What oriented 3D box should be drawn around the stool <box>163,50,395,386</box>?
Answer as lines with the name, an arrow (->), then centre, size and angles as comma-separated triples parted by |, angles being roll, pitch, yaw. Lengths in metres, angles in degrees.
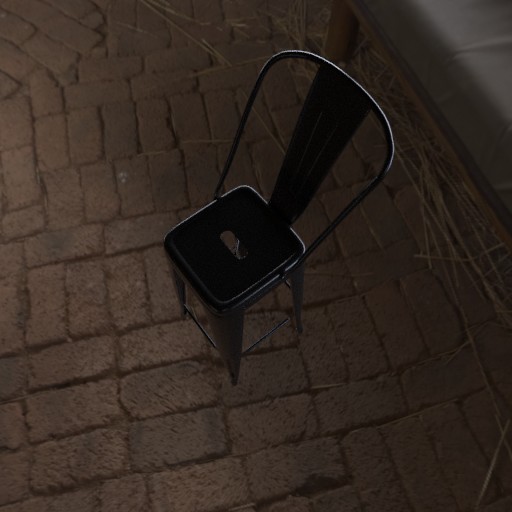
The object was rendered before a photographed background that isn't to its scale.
stool -> 0.000, 0.000, 1.357 | 0.513, 1.096, 0.399 | -35, 70, -15
